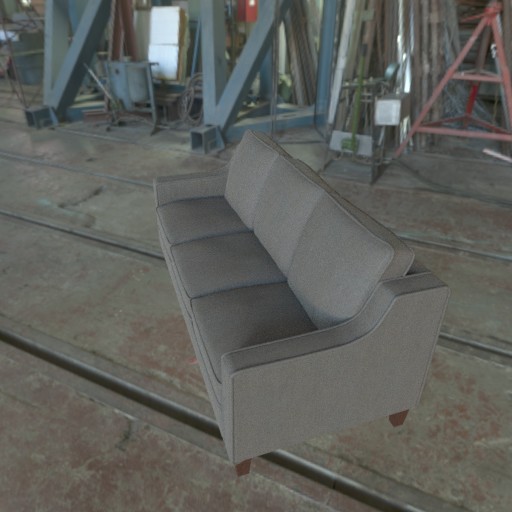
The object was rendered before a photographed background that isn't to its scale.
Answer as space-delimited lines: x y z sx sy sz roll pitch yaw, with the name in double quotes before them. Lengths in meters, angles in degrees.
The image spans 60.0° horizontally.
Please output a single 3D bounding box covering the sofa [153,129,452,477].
"sofa" 0.000 0.000 2.534 0.911 0.974 1.986 -10 32 -16
